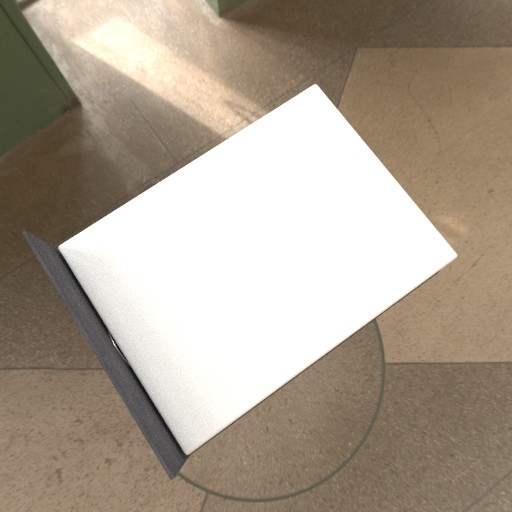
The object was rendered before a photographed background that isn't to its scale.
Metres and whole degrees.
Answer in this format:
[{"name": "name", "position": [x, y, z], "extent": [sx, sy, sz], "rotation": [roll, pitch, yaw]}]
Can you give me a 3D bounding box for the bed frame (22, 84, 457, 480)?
[{"name": "bed frame", "position": [0.000, 0.000, 2.613], "extent": [1.900, 0.800, 1.400], "rotation": [-34, 79, -8]}]
